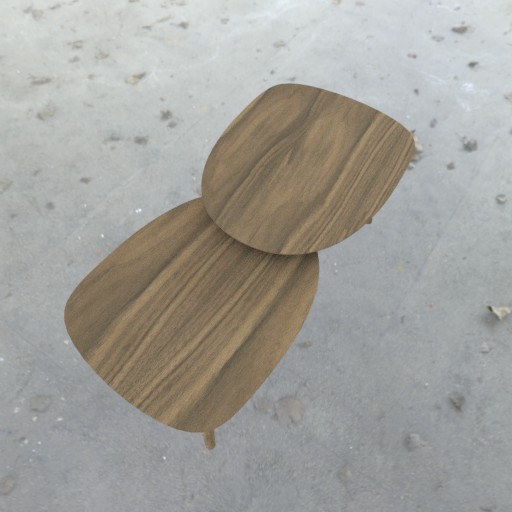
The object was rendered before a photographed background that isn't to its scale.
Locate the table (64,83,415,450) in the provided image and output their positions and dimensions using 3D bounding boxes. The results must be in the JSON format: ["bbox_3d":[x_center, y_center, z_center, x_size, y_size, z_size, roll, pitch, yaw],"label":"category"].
[{"bbox_3d":[0.000,0.000,1.337,0.527,0.429,1.084,31,63,18],"label":"table"}]
